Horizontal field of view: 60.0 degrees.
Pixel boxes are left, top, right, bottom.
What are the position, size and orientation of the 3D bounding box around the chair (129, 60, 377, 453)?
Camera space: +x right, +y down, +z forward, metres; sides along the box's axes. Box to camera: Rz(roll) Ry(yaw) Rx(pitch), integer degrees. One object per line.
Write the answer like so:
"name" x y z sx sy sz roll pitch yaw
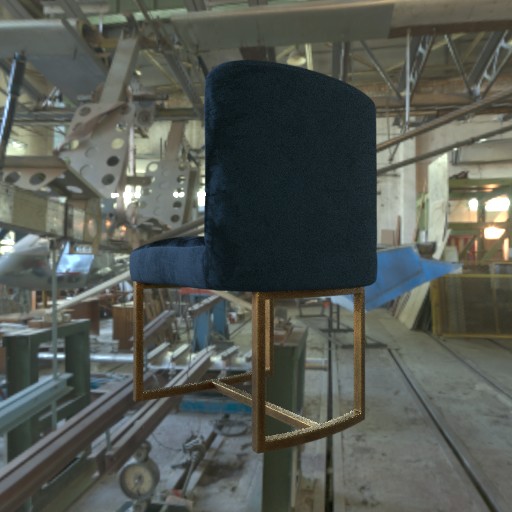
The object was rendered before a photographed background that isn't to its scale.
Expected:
"chair" 0.000 0.000 1.207 0.530 0.824 0.560 0 0 -36
